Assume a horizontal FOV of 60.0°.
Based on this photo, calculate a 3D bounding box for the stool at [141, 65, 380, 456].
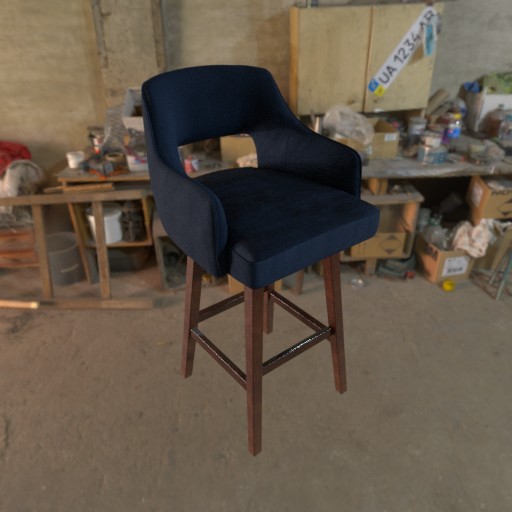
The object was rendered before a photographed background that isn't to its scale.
[{"bbox_3d":[0.000,0.000,1.378,0.550,1.041,0.560,-22,37,-32],"label":"stool"}]
